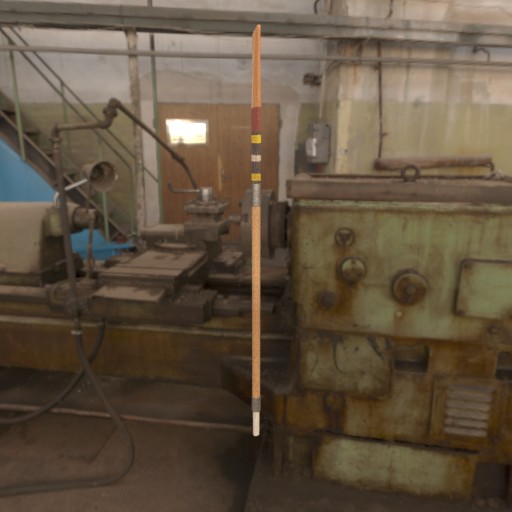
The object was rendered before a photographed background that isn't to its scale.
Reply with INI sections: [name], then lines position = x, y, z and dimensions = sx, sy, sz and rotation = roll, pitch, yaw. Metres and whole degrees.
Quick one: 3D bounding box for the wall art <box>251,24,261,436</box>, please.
[wall art]
position = 0.000, 0.000, 1.671
dimensions = 0.038, 1.556, 0.146
rotation = -2, 15, -7
